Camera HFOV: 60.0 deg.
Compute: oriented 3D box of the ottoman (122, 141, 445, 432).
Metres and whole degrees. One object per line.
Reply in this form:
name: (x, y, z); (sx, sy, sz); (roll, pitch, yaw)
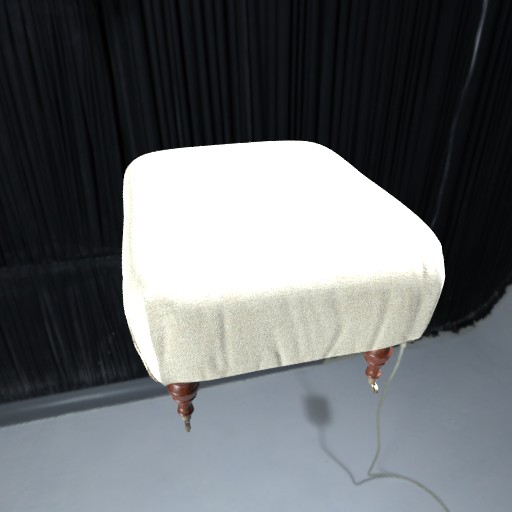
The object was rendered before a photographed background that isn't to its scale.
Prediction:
ottoman: (0.000, 0.000, 1.135); (0.622, 0.450, 0.747); (-7, 31, -12)
